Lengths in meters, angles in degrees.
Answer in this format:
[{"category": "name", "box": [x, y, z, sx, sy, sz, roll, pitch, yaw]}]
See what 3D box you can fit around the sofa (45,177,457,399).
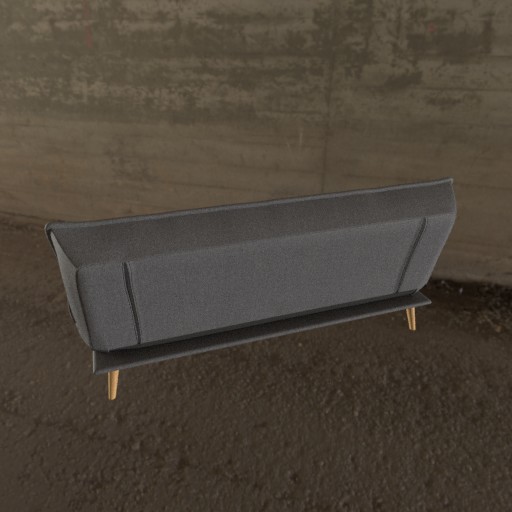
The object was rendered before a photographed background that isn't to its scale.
[{"category": "sofa", "box": [0.000, 0.000, 2.444, 1.940, 0.890, 0.950, -9, 28, -17]}]
